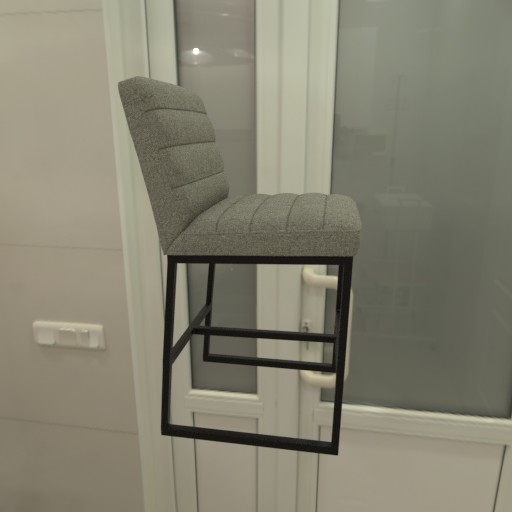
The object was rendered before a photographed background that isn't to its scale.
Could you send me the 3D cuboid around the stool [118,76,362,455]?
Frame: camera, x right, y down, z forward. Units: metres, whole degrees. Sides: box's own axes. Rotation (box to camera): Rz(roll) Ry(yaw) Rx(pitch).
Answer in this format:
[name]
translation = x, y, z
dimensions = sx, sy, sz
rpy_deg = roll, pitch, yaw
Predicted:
[stool]
translation = 0.000, 0.000, 1.279
dimensions = 0.560, 0.940, 0.460
rpy_deg = 3, 16, 9
